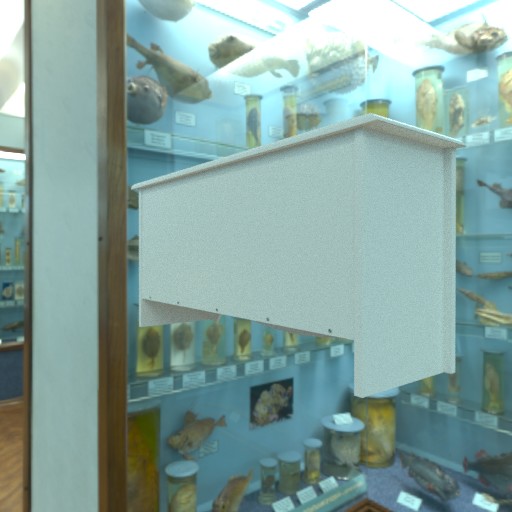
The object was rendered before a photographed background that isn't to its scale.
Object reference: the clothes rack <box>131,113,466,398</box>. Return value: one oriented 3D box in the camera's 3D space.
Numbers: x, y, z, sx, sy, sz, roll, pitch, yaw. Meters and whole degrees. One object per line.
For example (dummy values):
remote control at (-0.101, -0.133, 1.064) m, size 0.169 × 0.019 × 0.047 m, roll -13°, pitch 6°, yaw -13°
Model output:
clothes rack at (0.000, 0.000, 1.339) m, size 0.324 × 0.531 × 1.120 m, roll 0°, pitch 1°, yaw -38°
